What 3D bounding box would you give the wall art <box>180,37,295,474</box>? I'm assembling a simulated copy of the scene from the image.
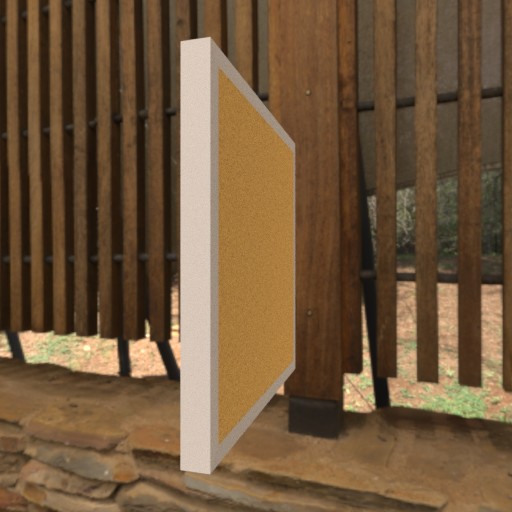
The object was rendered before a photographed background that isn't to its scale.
[{"bbox_3d":[0.000,0.000,1.939,0.098,1.291,1.289,0,0,16],"label":"wall art"}]
